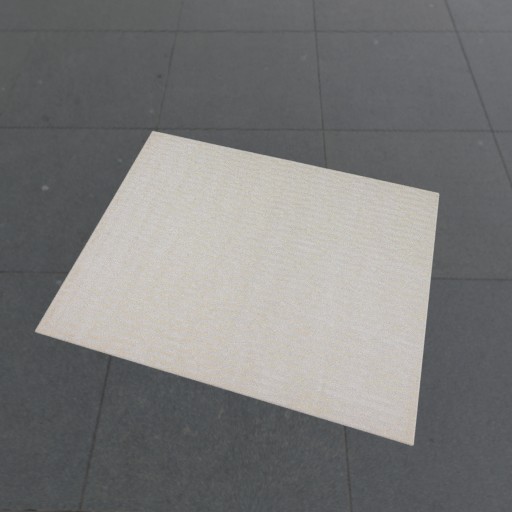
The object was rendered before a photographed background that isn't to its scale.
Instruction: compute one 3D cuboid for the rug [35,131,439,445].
[{"bbox_3d":[0.000,0.000,3.989,3.055,0.021,2.410,14,60,8],"label":"rug"}]
